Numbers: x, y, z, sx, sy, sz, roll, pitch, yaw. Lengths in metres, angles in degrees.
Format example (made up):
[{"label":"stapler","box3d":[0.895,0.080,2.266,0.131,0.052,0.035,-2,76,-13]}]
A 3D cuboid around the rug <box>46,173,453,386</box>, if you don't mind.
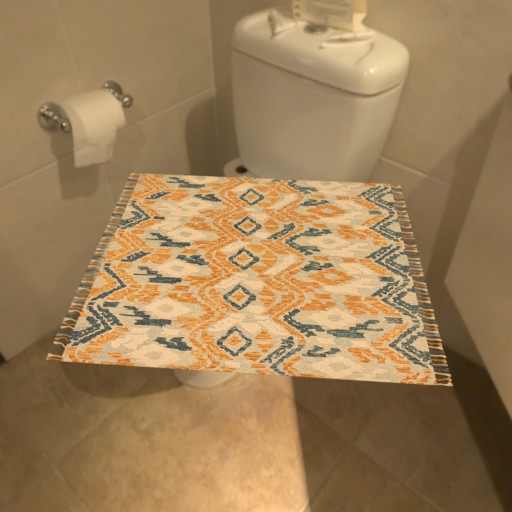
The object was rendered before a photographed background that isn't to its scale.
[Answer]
[{"label":"rug","box3d":[0.000,0.000,4.142,3.048,0.010,2.439,3,46,3]}]
